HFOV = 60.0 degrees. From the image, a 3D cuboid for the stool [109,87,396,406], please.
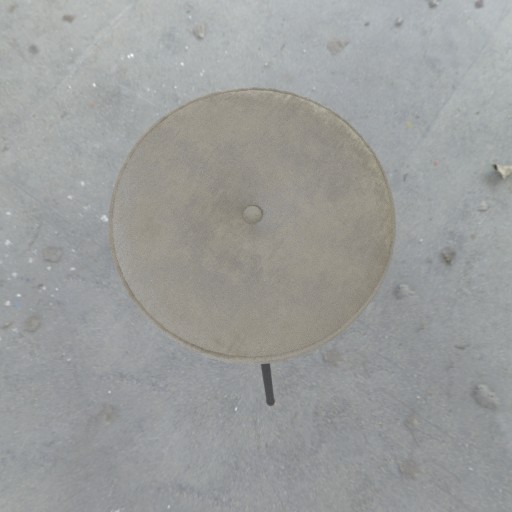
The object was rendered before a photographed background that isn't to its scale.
[{"bbox_3d":[0.000,0.000,0.872,0.423,0.538,0.457,35,79,8],"label":"stool"}]
